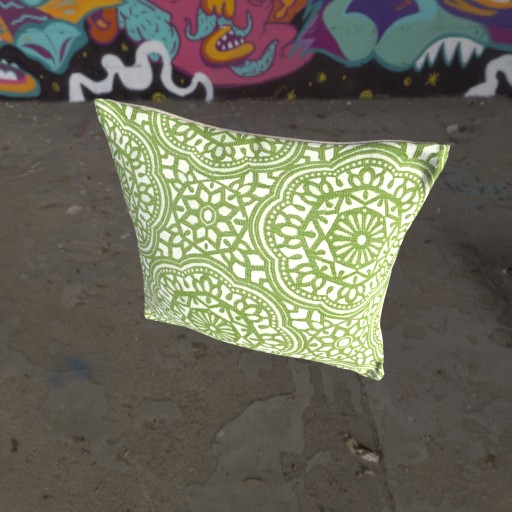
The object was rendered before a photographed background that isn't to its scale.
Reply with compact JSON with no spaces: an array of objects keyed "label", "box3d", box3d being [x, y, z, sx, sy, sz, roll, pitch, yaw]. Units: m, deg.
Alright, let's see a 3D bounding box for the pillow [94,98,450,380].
[{"label":"pillow","box3d":[0.000,0.000,0.649,0.440,0.419,0.162,12,42,14]}]
